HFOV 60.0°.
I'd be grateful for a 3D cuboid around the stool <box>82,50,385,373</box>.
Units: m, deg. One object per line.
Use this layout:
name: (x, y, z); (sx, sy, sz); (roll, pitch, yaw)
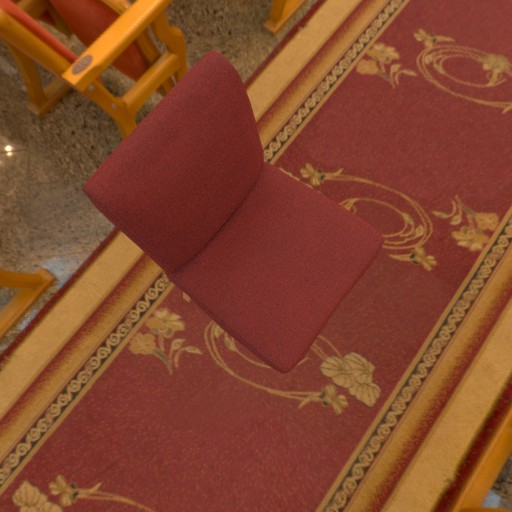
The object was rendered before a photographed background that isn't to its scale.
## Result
stool: (0.000, 0.000, 1.335); (0.562, 1.038, 0.468); (37, 79, 8)
